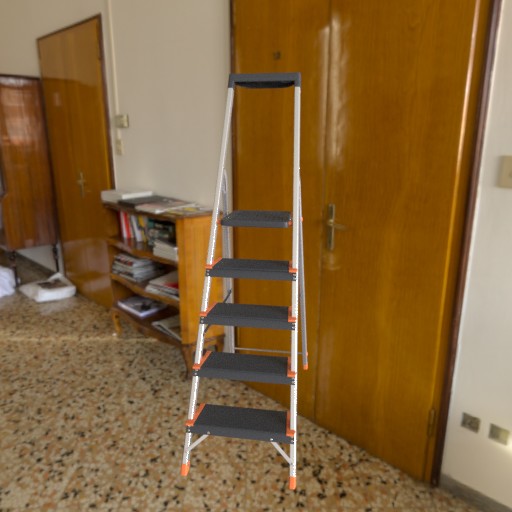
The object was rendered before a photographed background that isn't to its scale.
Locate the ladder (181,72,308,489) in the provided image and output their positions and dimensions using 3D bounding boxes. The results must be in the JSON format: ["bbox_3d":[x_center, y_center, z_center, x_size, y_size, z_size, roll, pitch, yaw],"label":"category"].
[{"bbox_3d":[0.000,0.000,2.063,0.480,1.646,0.995,2,15,9],"label":"ladder"}]
